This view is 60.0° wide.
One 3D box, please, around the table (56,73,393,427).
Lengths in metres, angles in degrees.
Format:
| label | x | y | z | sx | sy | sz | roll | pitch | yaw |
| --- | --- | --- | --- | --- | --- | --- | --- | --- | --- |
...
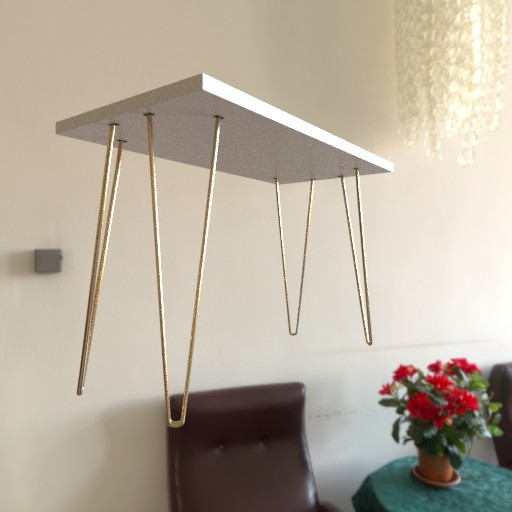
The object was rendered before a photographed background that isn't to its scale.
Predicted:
| label | x | y | z | sx | sy | sz | roll | pitch | yaw |
| --- | --- | --- | --- | --- | --- | --- | --- | --- | --- |
| table | 0.000 | 0.000 | 1.341 | 0.498 | 0.660 | 0.991 | 0 | 0 | 37 |
